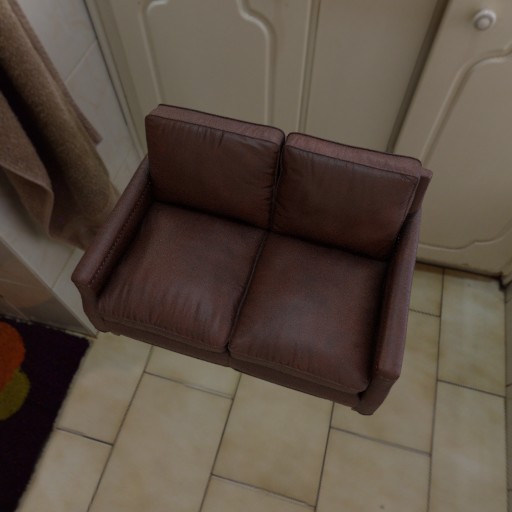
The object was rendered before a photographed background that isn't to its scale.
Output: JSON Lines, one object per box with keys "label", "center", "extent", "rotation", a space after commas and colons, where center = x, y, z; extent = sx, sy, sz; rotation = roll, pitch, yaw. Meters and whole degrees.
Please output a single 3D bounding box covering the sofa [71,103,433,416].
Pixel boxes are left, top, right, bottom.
{"label": "sofa", "center": [0.000, 0.000, 2.340], "extent": [1.628, 1.003, 1.083], "rotation": [15, 61, 9]}
